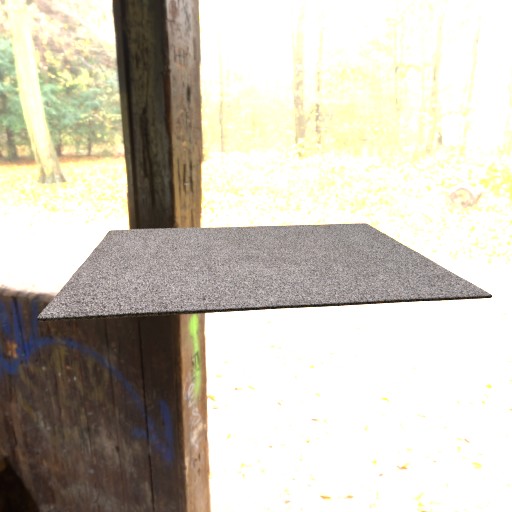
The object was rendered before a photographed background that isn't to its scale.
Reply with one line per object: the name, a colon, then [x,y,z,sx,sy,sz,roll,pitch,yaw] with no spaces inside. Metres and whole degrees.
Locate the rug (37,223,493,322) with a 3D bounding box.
rug: [0.000,0.000,4.064,3.047,0.029,2.438,-2,17,-7]
